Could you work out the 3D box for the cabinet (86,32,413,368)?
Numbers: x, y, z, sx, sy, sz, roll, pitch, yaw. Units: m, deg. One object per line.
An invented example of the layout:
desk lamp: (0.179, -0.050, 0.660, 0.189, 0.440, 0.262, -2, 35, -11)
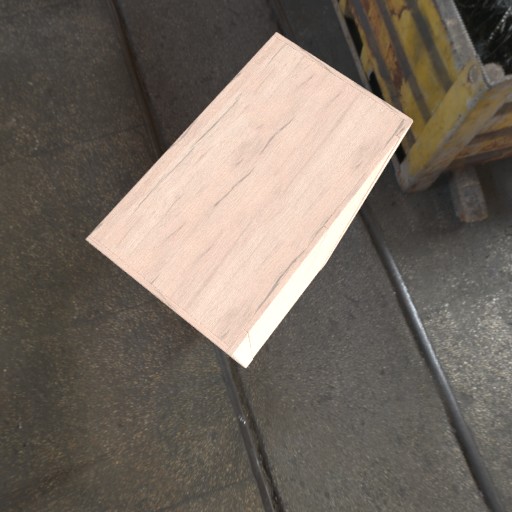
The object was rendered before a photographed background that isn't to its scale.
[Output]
cabinet: (0.000, 0.000, 2.360, 0.580, 1.930, 0.980, 37, 78, 9)
